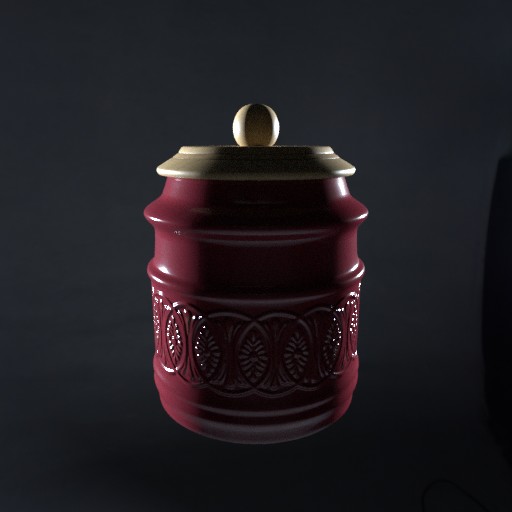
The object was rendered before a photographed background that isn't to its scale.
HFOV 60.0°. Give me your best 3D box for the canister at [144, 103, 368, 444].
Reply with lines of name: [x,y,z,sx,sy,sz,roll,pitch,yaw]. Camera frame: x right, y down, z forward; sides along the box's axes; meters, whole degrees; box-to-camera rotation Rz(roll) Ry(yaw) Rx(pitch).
canister: [0.000,0.000,0.271,0.130,0.176,0.130,0,14,0]
